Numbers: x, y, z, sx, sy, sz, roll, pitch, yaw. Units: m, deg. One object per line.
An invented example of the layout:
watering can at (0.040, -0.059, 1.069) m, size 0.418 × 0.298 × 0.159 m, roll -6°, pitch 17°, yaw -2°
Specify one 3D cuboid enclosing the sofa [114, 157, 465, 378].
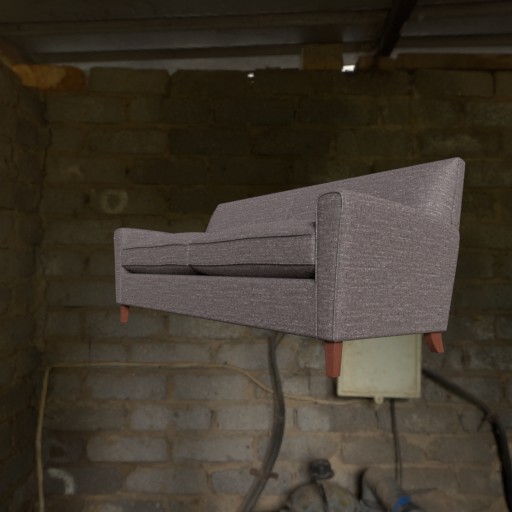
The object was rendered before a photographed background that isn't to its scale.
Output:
sofa at (0.000, 0.000, 2.435) m, size 0.875 × 0.846 × 1.976 m, roll 1°, pitch -2°, yaw -38°
